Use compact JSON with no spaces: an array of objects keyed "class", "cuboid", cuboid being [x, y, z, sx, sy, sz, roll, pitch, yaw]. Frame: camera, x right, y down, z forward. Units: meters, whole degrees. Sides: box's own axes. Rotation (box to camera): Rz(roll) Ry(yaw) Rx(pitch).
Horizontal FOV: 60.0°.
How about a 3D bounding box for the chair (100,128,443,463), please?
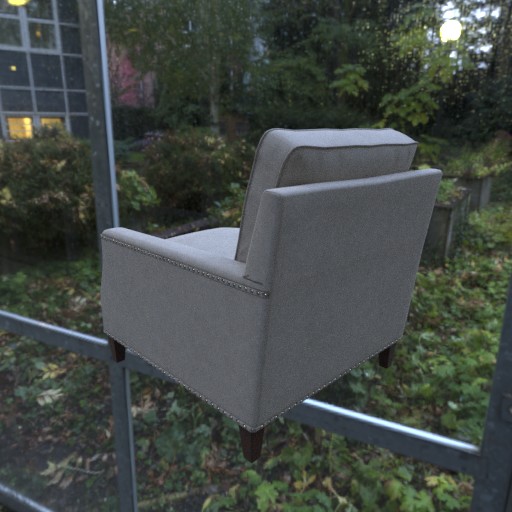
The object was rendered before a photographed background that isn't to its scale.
[{"class":"chair","cuboid":[0.000,0.000,1.702,0.853,0.943,1.014,-15,22,-42]}]
